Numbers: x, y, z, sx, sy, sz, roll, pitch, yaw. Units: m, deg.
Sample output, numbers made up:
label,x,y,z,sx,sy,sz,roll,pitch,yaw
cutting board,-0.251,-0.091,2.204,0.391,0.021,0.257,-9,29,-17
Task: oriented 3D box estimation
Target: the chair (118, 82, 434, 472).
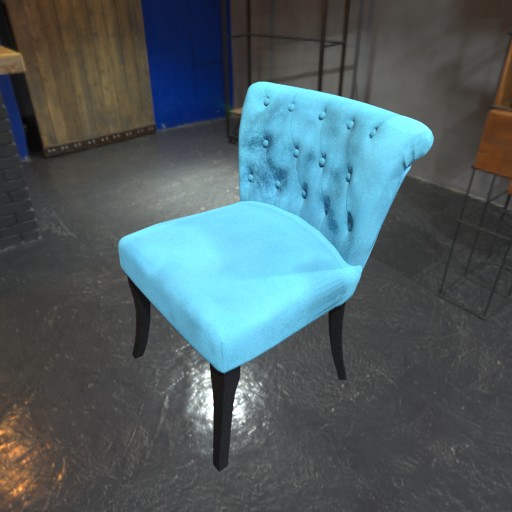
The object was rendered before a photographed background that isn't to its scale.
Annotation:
label,x,y,z,sx,sy,sz,roll,pitch,yaw
chair,0.000,0.000,1.179,0.605,0.750,0.582,-22,38,-31
